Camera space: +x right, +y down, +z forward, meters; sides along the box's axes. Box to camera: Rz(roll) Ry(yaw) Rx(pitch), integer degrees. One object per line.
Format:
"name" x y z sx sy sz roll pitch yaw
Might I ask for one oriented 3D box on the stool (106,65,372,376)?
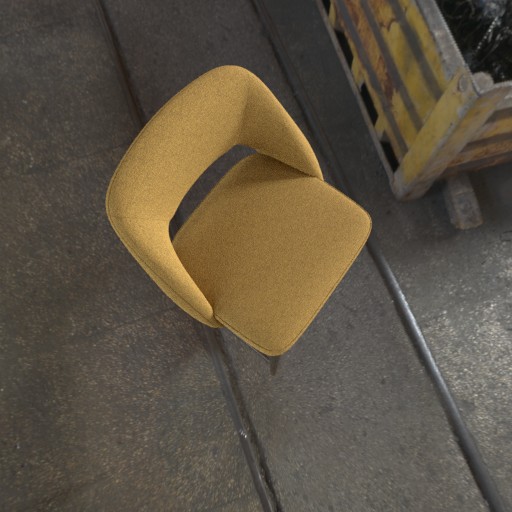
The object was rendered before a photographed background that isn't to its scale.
"stool" 0.000 0.000 1.347 0.522 1.032 0.536 35 76 10
